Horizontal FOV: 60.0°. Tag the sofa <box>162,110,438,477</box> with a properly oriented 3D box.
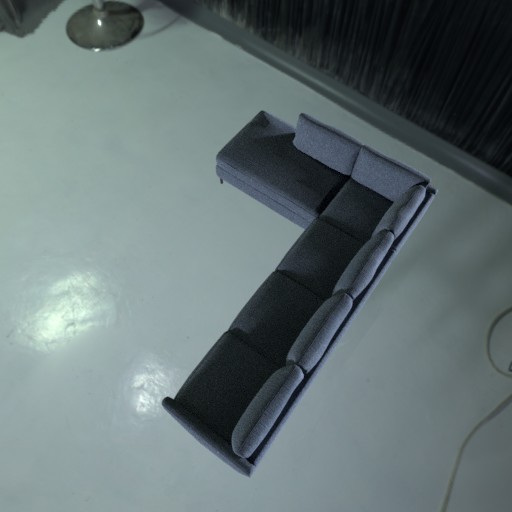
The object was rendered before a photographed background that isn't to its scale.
[{"bbox_3d":[0.000,0.000,3.921,2.007,0.815,2.949,33,67,16],"label":"sofa"}]
